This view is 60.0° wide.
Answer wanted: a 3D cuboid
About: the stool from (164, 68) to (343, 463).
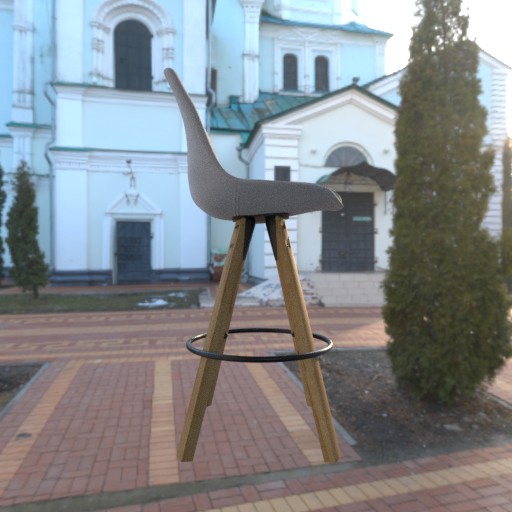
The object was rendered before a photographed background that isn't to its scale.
[{"bbox_3d":[0.000,0.000,1.422,0.550,1.115,0.484,0,0,1],"label":"stool"}]
